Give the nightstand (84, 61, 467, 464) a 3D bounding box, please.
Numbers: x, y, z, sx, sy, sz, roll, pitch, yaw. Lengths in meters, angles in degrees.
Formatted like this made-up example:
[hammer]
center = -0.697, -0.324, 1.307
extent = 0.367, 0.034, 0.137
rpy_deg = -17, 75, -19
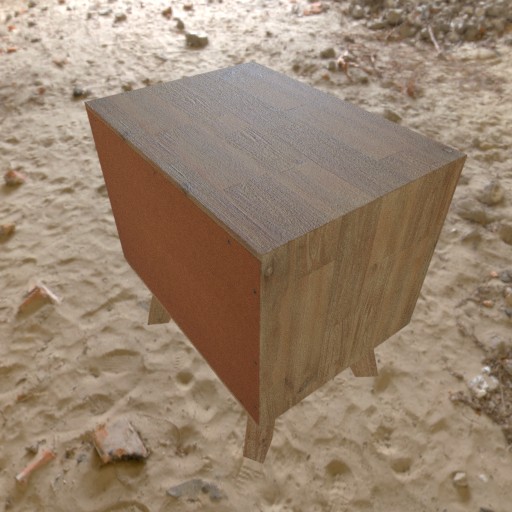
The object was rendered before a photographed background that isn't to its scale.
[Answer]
[nightstand]
center = 0.000, 0.000, 0.948
extent = 0.396, 0.589, 0.552
rpy_deg = -26, 47, -27
